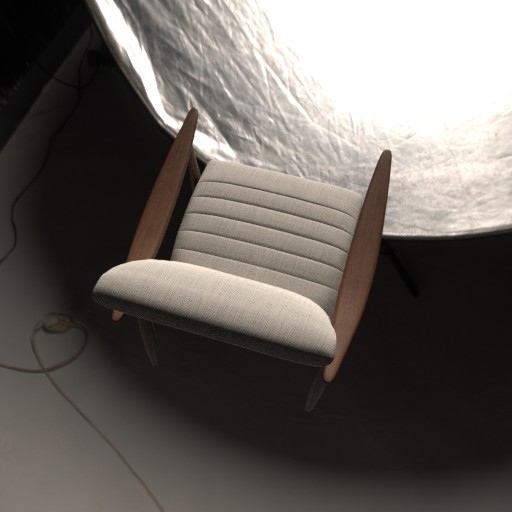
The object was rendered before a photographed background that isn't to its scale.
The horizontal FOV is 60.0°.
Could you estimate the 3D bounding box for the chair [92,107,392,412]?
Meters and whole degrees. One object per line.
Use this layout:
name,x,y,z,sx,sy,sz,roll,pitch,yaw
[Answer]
chair,0.000,0.000,1.470,0.741,0.832,0.798,14,64,7
